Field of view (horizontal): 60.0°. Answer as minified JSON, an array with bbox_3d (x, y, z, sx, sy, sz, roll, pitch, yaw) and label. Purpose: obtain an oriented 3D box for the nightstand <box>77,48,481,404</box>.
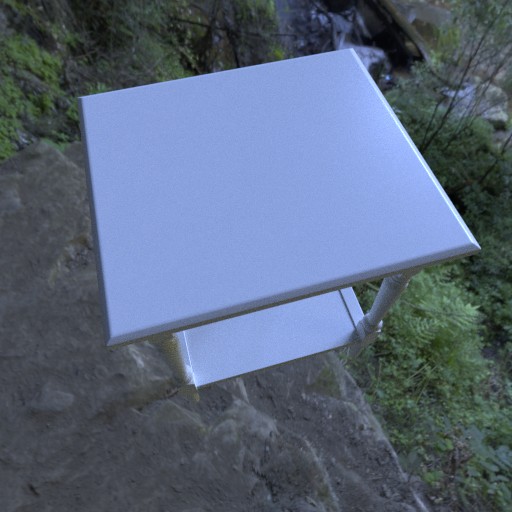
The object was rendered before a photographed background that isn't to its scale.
[{"bbox_3d":[0.000,0.000,0.911,0.505,0.555,0.459,-14,60,-8],"label":"nightstand"}]
